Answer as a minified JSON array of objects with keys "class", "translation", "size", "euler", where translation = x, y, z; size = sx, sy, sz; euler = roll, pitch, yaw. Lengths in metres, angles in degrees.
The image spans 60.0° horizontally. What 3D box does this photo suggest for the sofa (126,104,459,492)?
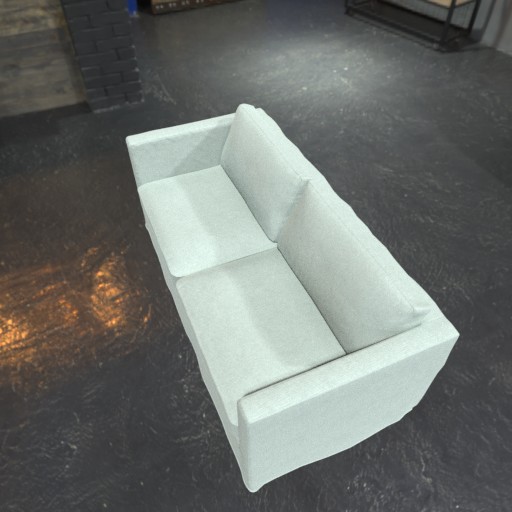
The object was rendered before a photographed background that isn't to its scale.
[{"class":"sofa","translation":[0.000,0.000,2.447],"size":[0.940,0.870,1.987],"euler":[-18,49,-16]}]
